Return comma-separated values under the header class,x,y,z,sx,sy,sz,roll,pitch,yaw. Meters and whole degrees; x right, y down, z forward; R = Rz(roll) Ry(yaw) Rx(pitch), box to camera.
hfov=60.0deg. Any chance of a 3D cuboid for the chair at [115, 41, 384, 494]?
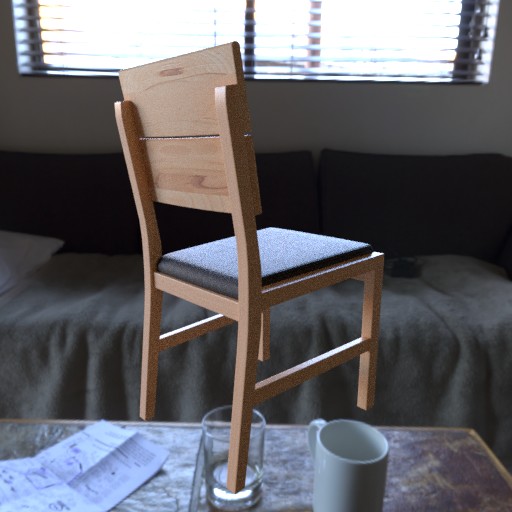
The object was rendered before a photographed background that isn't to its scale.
class,x,y,z,sx,sy,sz,roll,pitch,yaw
chair,0.000,0.000,1.223,0.560,0.950,0.475,-13,19,-43
